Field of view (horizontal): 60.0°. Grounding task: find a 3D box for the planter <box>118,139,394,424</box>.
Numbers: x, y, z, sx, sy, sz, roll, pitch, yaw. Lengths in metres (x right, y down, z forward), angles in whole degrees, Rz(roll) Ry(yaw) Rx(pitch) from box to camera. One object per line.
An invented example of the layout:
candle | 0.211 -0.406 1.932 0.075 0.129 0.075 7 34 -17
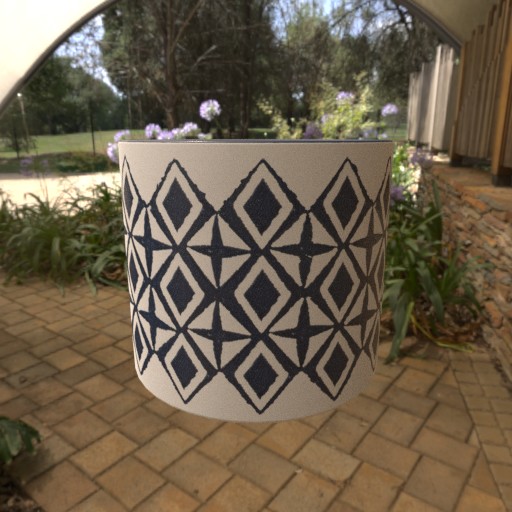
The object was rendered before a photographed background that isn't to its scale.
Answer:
planter | 0.000 0.000 0.400 0.224 0.203 0.224 0 15 0
